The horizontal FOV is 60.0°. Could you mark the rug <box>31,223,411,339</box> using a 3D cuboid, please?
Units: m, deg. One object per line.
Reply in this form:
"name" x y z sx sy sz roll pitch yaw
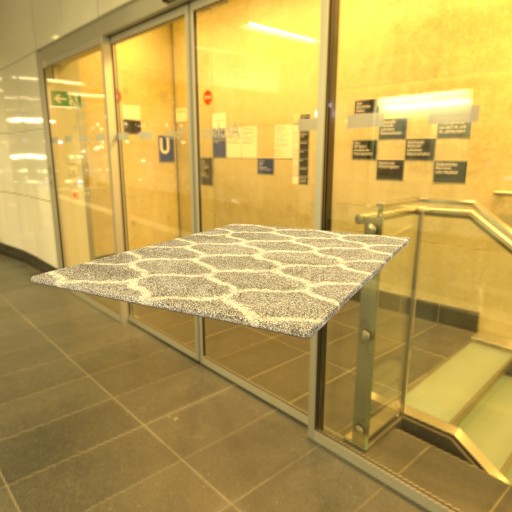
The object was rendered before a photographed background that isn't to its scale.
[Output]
"rug" 0.000 0.000 2.178 1.200 0.025 1.600 7 15 27
